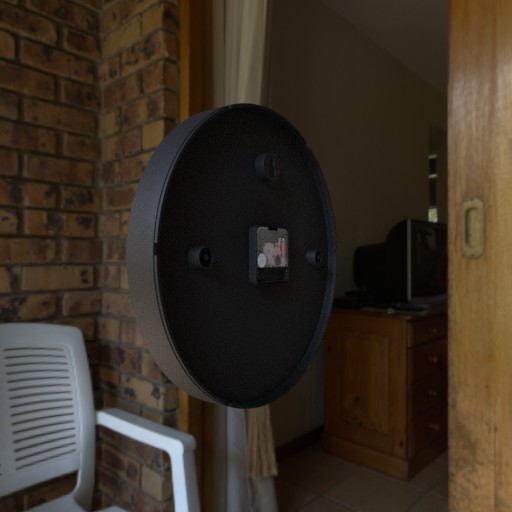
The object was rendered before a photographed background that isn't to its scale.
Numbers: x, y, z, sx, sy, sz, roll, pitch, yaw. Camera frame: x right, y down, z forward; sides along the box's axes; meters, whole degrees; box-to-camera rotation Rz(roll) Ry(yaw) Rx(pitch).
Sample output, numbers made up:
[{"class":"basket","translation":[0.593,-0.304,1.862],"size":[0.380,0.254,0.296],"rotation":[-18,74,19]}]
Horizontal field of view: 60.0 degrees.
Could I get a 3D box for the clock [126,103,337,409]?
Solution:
[{"class":"clock","translation":[0.000,0.000,0.449],"size":[0.040,0.293,0.293],"rotation":[0,0,37]}]
